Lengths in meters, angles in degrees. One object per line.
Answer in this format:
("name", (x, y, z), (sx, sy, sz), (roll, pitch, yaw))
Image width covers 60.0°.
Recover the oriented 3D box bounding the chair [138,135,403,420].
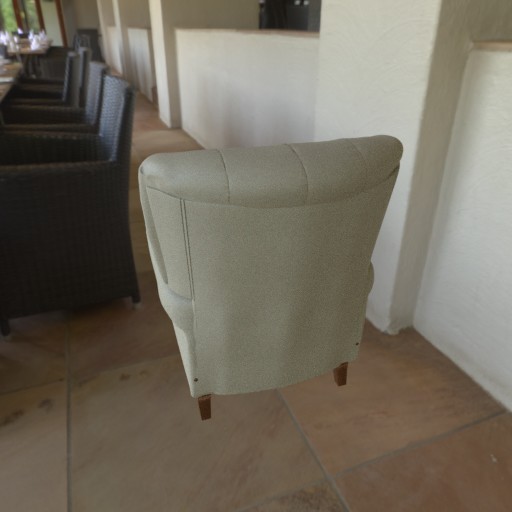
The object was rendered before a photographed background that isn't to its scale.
("chair", (0.000, 0.000, 1.951), (0.943, 1.158, 1.059), (-8, 29, -16))
